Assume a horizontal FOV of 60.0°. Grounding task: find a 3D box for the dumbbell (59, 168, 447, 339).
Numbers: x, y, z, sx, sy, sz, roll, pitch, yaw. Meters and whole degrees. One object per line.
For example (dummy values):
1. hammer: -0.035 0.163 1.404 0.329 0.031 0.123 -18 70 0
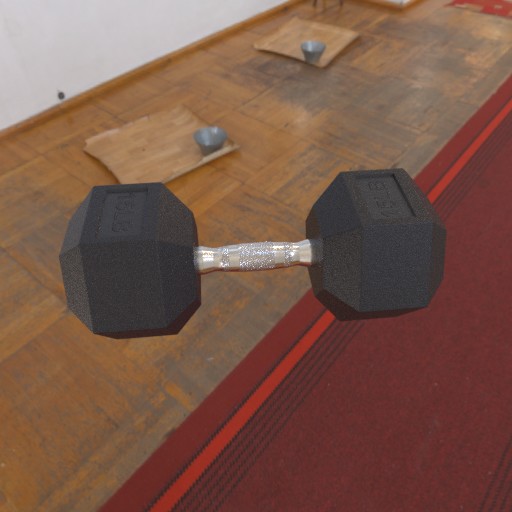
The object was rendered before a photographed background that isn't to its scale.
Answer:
1. dumbbell: 0.000 0.000 0.344 0.271 0.106 0.122 -4 46 -4
